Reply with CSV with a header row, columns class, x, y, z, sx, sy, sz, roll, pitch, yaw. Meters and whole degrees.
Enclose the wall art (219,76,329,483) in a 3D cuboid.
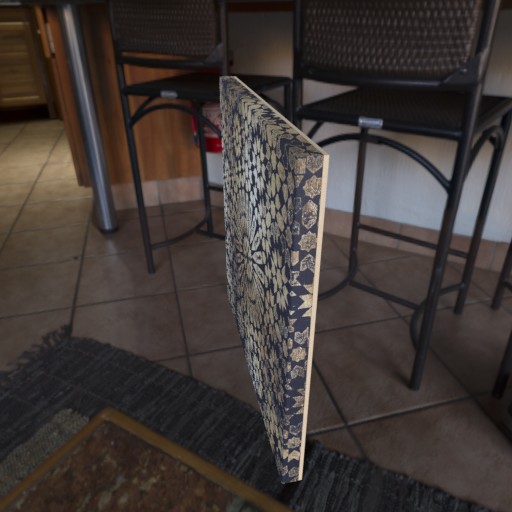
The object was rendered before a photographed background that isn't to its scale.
class,x,y,z,sx,sy,sz,roll,pitch,yaw
wall art,0.000,0.000,0.916,0.038,0.612,0.612,-6,31,-11
